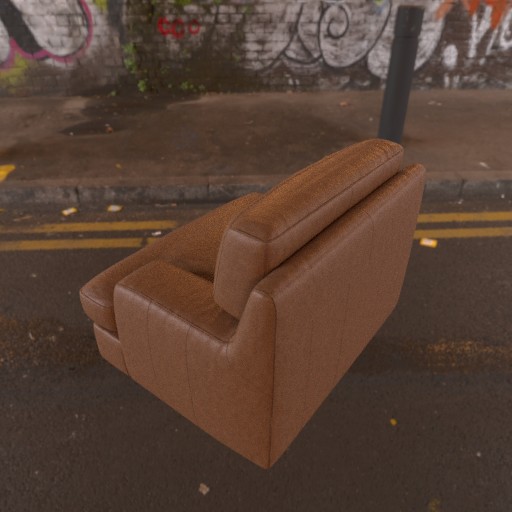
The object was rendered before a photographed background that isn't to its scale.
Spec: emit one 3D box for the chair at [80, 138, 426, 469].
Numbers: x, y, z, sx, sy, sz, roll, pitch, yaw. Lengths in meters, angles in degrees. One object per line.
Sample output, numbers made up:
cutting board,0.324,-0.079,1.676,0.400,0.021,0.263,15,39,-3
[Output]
chair,0.000,0.000,2.006,1.050,0.978,1.276,22,39,30
